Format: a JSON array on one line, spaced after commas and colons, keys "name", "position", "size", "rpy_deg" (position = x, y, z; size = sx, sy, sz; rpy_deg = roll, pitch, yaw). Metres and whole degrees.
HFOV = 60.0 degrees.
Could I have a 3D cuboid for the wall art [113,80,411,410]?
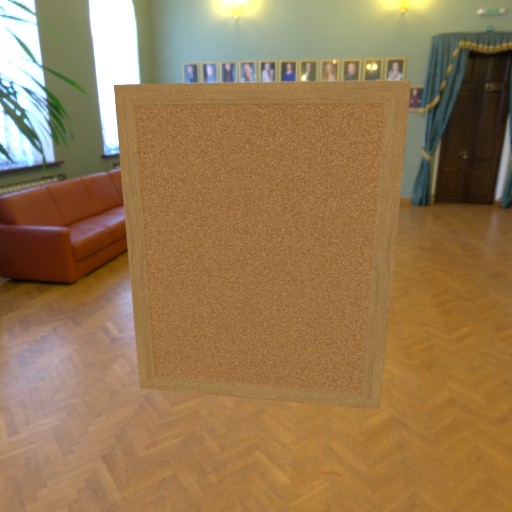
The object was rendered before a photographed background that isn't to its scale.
[{"name": "wall art", "position": [0.000, 0.000, 0.769], "size": [0.460, 0.561, 0.020], "rpy_deg": [3, 17, 8]}]
